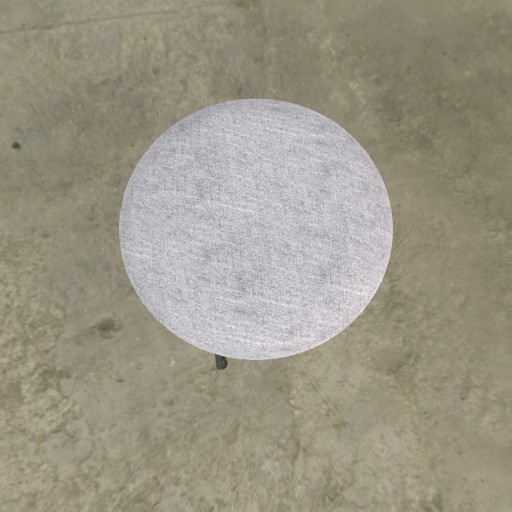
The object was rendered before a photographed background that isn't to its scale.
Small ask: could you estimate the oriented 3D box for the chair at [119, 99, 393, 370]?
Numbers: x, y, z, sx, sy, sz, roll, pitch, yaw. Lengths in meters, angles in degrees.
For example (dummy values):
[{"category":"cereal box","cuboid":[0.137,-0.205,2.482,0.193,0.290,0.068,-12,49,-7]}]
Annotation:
[{"category":"chair","cuboid":[0.000,0.000,0.657,0.350,0.386,0.350,22,76,6]}]
